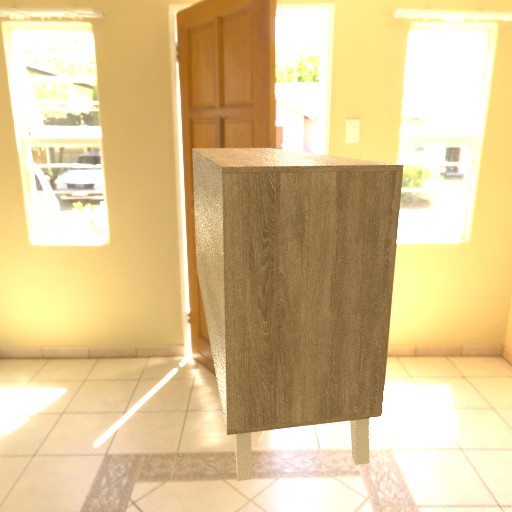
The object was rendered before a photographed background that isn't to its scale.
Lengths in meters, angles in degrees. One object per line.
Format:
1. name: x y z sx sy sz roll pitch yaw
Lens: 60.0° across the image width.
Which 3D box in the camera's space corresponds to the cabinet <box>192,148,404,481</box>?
1. cabinet: 0.000 0.000 1.926 0.450 0.870 1.600 -3 15 -10
